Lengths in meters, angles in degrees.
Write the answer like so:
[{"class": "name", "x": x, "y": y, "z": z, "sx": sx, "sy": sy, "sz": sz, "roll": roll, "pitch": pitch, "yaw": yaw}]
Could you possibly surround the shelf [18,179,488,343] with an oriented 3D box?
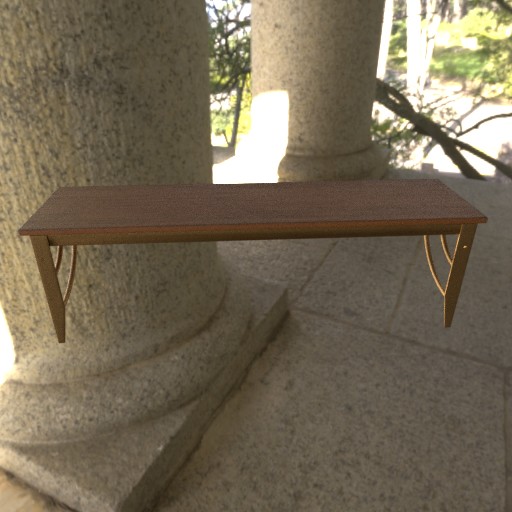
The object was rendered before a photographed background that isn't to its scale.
[{"class": "shelf", "x": 0.000, "y": 0.000, "z": 0.716, "sx": 0.636, "sy": 0.190, "sz": 0.166, "roll": -2, "pitch": 29, "yaw": -3}]
